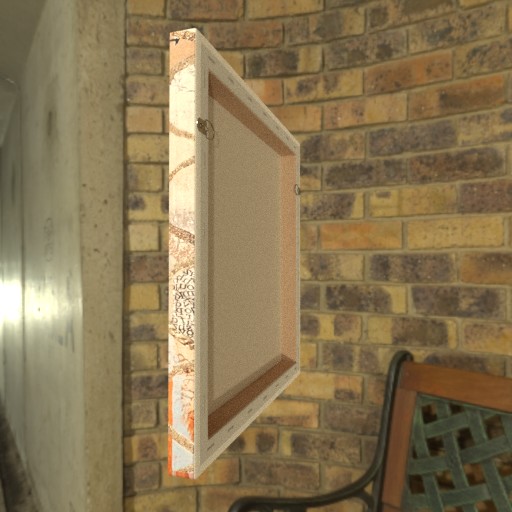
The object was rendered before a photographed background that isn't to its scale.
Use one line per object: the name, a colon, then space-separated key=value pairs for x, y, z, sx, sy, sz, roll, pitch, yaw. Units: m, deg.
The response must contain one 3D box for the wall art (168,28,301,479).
wall art: x=0.000 y=0.000 z=0.738 sx=0.038 sy=0.508 sz=0.507 roll=0 pitch=-1 yaw=19
